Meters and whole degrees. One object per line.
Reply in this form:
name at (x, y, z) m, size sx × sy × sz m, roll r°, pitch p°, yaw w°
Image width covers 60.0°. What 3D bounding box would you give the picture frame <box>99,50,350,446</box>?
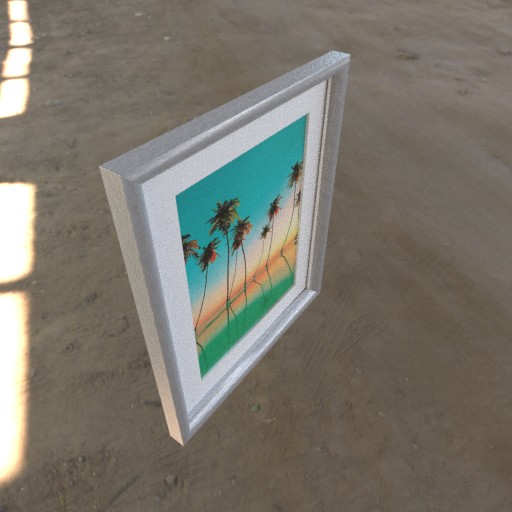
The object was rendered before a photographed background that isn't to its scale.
picture frame at (0.000, 0.000, 0.524) m, size 0.027 × 0.378 × 0.327 m, roll 26°, pitch 47°, yaw 27°
